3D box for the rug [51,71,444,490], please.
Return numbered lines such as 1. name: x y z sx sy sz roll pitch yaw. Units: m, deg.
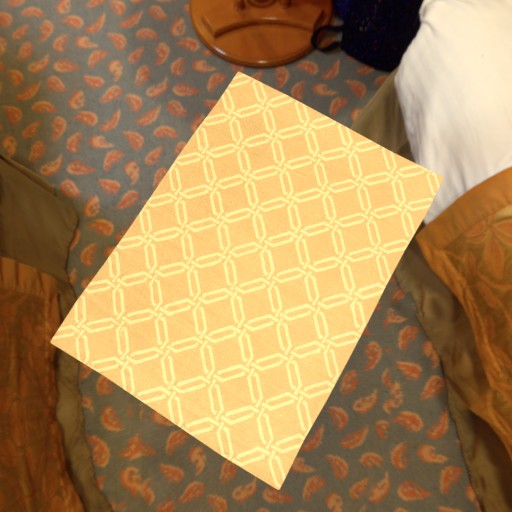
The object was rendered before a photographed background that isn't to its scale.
1. rug: 0.000 0.000 4.267 2.452 0.020 3.365 30 78 7
